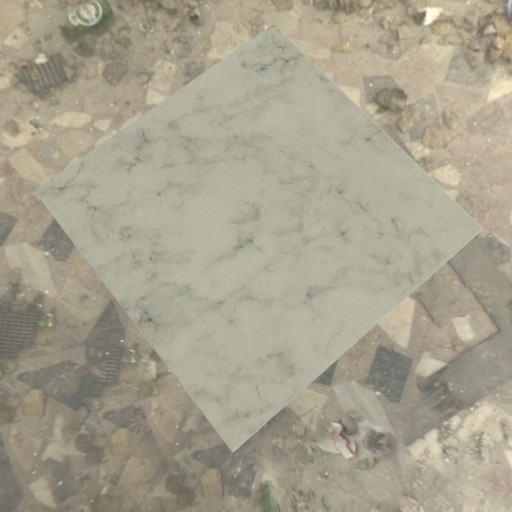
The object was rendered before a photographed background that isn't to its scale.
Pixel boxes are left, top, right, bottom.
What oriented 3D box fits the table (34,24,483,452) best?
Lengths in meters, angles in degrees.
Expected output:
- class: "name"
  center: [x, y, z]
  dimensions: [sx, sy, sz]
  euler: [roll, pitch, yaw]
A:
- class: "table"
  center: [0.000, 0.000, 0.865]
  dimensions: [0.450, 0.500, 0.450]
  euler: [-39, 78, -10]
